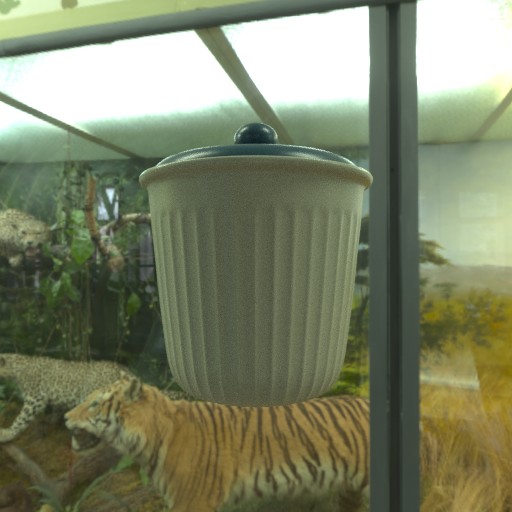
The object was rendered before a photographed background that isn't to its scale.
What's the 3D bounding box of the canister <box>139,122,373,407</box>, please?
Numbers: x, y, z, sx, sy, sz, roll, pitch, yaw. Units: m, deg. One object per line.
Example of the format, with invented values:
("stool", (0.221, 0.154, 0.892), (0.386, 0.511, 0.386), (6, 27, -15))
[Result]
("canister", (0.000, 0.000, 0.354), (0.181, 0.211, 0.181), (0, -1, 0))
